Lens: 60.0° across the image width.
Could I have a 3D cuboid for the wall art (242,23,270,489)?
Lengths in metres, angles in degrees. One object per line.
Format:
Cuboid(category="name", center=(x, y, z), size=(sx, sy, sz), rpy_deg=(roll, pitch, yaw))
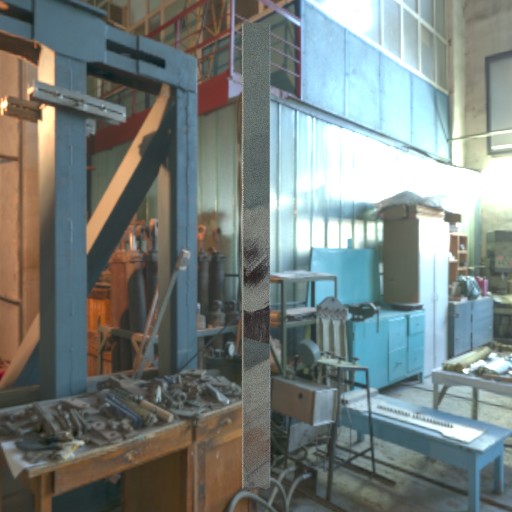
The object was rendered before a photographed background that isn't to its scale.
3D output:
Cuboid(category="wall art", center=(0.000, 0.000, 0.806), size=(0.037, 0.613, 0.455), rpy_deg=(0, 0, 0))
